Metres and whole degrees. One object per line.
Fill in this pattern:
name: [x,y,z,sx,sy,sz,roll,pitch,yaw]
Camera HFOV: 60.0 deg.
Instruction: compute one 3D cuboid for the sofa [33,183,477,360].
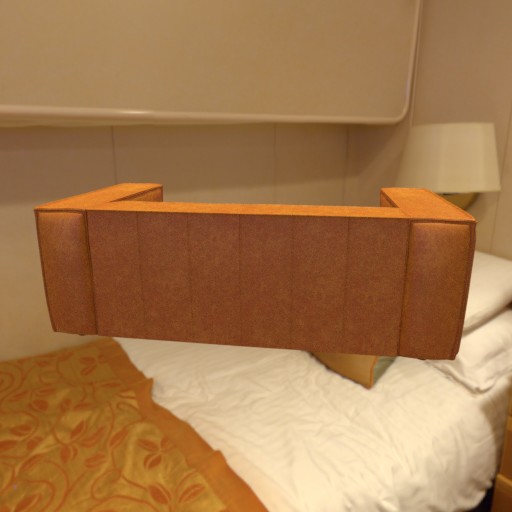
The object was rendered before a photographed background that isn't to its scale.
sofa: [0.000,0.000,2.570,2.088,0.703,1.102,2,16,8]
